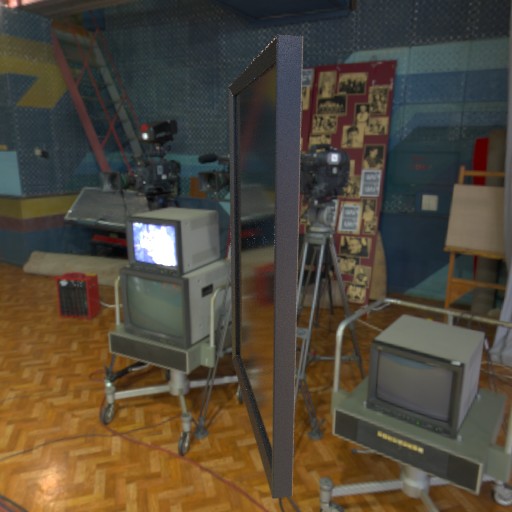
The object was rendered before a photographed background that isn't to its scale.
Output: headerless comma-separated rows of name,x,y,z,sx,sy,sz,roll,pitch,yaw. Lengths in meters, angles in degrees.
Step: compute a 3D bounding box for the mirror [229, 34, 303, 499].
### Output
mirror,0.000,0.000,0.900,0.039,0.710,0.507,-3,14,-10
